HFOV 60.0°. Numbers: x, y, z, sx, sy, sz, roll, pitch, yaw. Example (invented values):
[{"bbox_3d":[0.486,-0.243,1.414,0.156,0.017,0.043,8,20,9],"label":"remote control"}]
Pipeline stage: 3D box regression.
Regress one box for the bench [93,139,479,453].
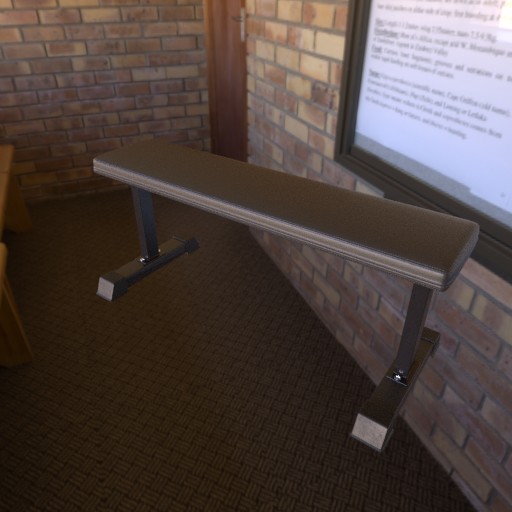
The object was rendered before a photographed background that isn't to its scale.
[{"bbox_3d":[0.000,0.000,1.276,1.072,0.453,0.439,21,38,30],"label":"bench"}]
